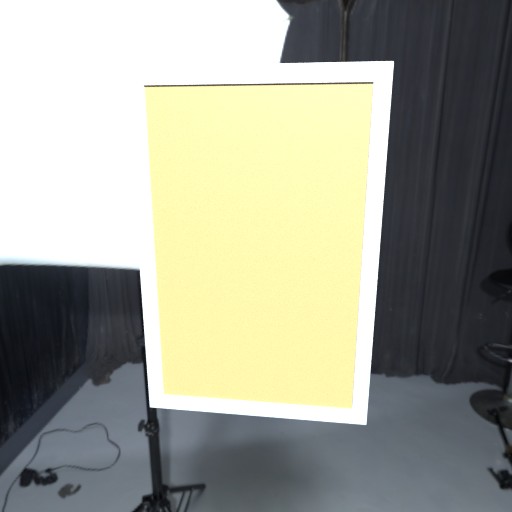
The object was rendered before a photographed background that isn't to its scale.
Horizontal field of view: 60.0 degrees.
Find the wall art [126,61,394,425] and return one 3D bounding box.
[{"bbox_3d":[0.000,0.000,0.767,0.408,0.611,0.038,2,15,7],"label":"wall art"}]
